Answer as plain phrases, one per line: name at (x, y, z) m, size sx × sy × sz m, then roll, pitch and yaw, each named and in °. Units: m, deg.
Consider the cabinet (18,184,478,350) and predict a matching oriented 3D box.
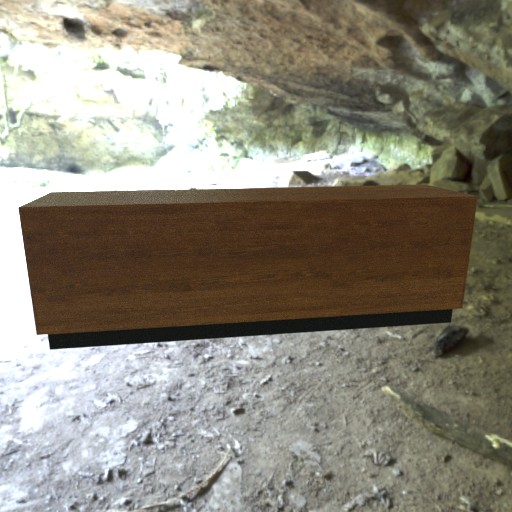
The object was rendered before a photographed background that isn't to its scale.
cabinet at (0.000, 0.000, 1.797) m, size 1.600 × 0.510 × 0.419 m, roll -2°, pitch 16°, yaw -8°
